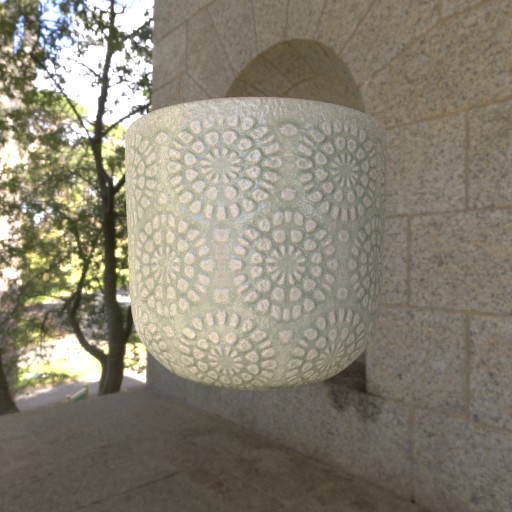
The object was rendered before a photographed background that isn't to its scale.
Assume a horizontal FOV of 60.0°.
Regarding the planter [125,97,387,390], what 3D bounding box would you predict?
[{"bbox_3d":[0.000,0.000,0.298,0.169,0.153,0.169,0,-1,0],"label":"planter"}]
